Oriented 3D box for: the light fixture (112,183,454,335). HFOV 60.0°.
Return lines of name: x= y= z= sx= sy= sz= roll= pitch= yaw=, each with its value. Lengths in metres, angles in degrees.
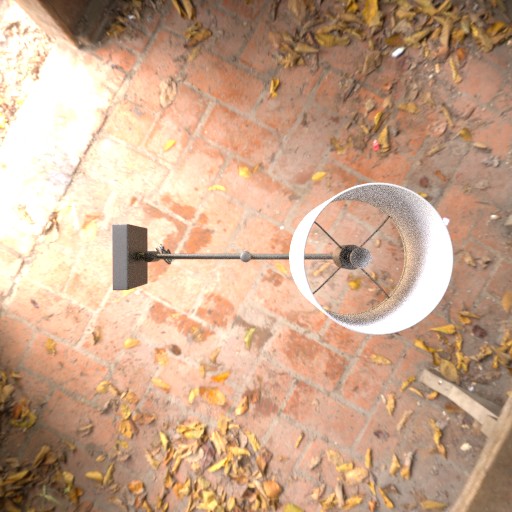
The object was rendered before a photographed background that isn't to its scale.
light fixture: x=0.000 y=0.000 z=0.913 sx=0.516 sy=0.651 sz=0.203 roll=0 pitch=91 yaw=-1
